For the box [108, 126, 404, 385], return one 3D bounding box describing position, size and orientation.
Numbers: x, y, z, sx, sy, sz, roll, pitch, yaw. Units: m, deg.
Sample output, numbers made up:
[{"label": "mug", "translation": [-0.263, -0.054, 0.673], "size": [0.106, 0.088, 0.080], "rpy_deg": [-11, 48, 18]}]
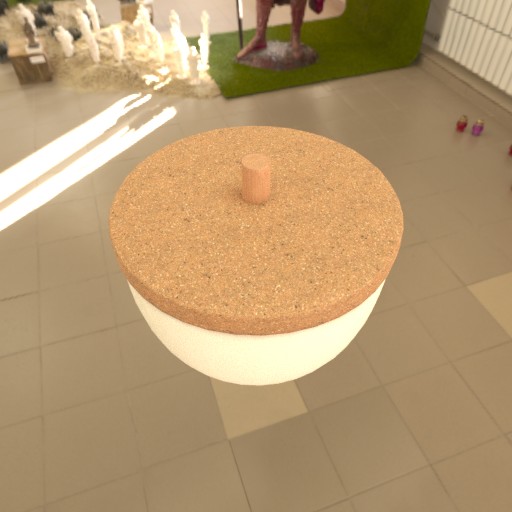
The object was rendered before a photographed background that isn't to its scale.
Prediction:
[{"label": "box", "translation": [0.000, 0.000, 0.186], "size": [0.107, 0.094, 0.107], "rpy_deg": [0, 46, 0]}]
